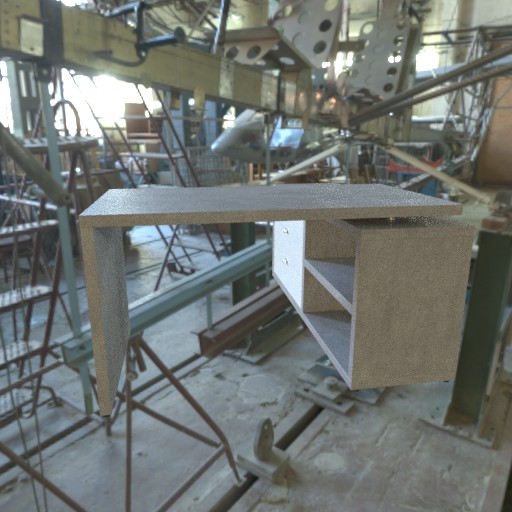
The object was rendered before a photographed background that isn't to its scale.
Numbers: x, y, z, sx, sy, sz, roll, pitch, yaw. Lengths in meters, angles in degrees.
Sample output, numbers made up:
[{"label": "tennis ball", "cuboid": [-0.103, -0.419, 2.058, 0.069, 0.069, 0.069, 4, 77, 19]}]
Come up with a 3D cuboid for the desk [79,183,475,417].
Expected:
[{"label": "desk", "cuboid": [0.000, 0.000, 2.326, 1.400, 0.740, 1.500, -3, 16, -10]}]
